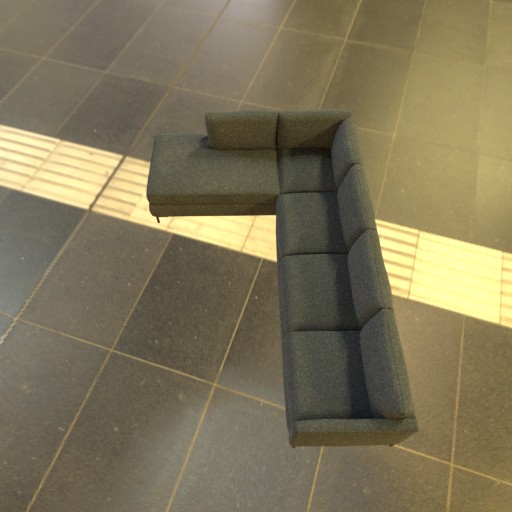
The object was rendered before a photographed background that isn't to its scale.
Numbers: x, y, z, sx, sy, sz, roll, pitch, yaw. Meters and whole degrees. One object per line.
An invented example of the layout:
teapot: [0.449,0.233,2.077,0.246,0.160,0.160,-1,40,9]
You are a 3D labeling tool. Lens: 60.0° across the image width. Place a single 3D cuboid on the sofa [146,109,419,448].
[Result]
sofa: [0.000,0.000,3.707,2.007,0.815,2.949,-1,58,-1]
